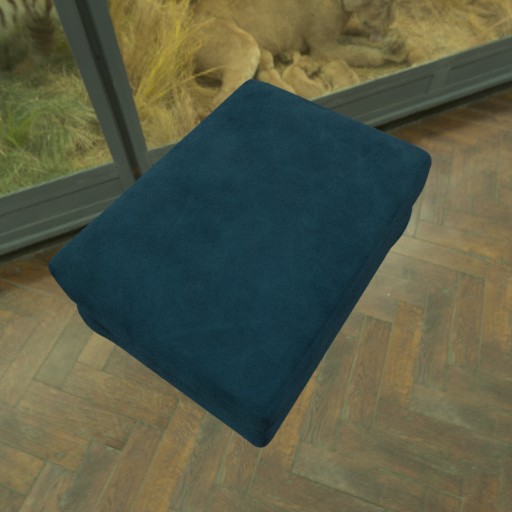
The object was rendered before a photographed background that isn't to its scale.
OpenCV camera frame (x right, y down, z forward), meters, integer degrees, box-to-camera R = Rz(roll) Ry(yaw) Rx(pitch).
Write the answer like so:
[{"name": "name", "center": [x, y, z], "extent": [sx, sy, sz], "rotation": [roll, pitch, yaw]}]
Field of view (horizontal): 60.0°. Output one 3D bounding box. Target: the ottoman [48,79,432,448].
[{"name": "ottoman", "center": [0.000, 0.000, 1.162], "extent": [0.572, 0.503, 0.773], "rotation": [30, 62, 18]}]
